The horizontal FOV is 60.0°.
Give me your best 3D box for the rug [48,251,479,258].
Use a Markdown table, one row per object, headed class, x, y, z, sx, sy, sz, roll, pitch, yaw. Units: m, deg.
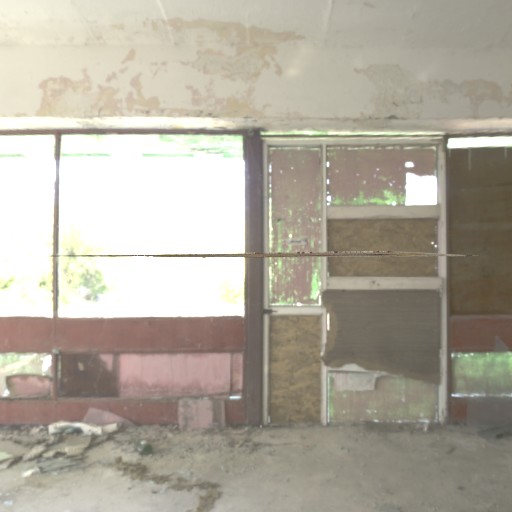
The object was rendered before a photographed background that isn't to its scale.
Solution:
| class | x | y | z | sx | sy | sz | roll | pitch | yaw |
| --- | --- | --- | --- | --- | --- | --- | --- | --- | --- |
| rug | 0.000 | 0.000 | 2.324 | 1.918 | 0.007 | 1.268 | -1 | -1 | 36 |
